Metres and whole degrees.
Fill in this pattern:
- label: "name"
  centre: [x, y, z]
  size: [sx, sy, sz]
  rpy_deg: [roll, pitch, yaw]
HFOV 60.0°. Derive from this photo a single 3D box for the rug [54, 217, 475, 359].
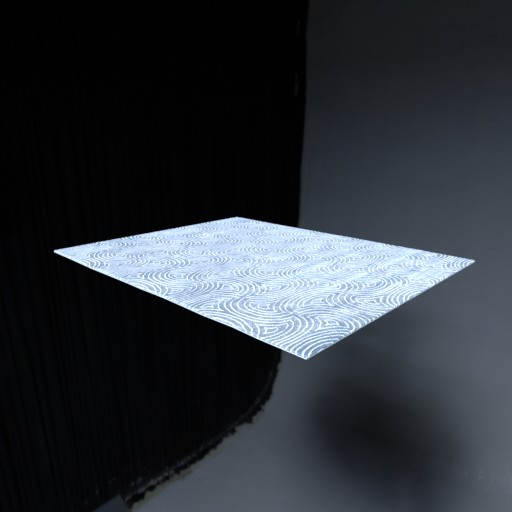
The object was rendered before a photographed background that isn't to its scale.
- label: "rug"
  centre: [0.000, 0.000, 4.094]
  size: [3.042, 0.021, 2.456]
  rpy_deg: [14, 21, 42]
